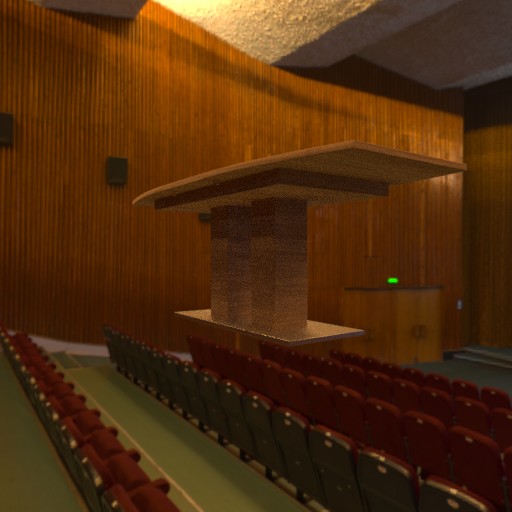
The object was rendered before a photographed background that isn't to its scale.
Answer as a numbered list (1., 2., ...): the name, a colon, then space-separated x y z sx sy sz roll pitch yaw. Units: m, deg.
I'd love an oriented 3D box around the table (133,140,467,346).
1. table: 0.000 0.000 2.441 0.900 0.750 2.032 0 0 -35
